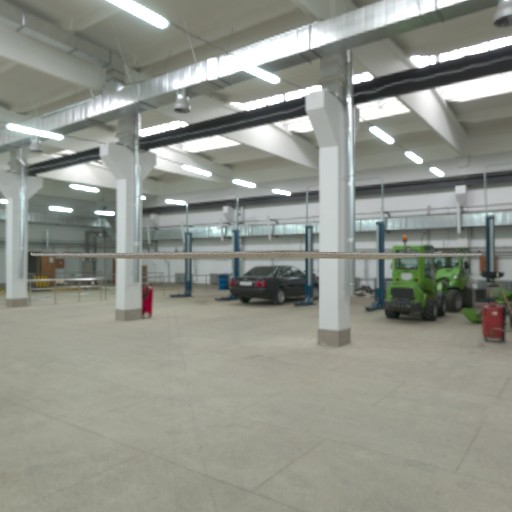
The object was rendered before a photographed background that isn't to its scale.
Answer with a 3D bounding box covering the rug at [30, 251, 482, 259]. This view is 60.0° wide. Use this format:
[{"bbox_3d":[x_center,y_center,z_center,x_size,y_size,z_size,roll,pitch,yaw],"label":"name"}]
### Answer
[{"bbox_3d":[0.000,0.000,4.345,3.202,0.045,2.434,0,-1,0],"label":"rug"}]
